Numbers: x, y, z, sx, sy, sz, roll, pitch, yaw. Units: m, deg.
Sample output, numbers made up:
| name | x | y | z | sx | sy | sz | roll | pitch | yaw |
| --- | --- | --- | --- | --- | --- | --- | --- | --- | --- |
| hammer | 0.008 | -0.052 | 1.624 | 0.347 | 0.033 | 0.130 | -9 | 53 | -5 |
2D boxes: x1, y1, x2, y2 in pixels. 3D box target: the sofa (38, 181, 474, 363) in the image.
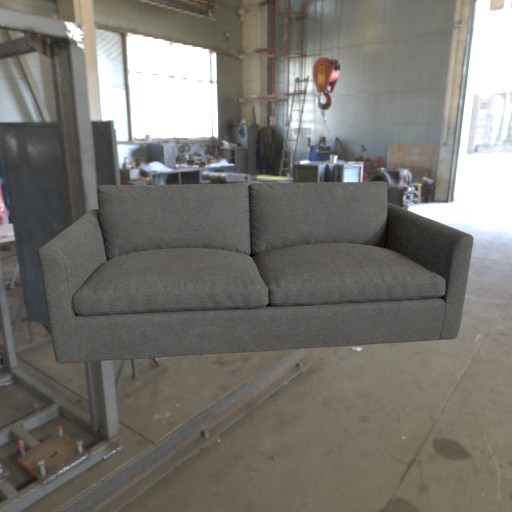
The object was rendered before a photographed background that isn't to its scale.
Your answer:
| name | x | y | z | sx | sy | sz | roll | pitch | yaw |
| --- | --- | --- | --- | --- | --- | --- | --- | --- | --- |
| sofa | 0.000 | 0.000 | 2.809 | 2.257 | 0.838 | 1.092 | -2 | 16 | -7 |
